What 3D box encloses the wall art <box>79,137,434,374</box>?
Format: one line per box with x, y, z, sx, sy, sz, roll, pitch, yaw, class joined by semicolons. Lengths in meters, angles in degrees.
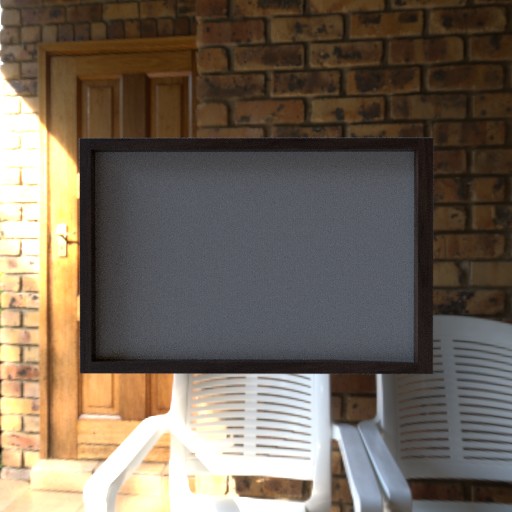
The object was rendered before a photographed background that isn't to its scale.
0.000;0.000;1.168;0.914;0.610;0.050;0;0;0;wall art
